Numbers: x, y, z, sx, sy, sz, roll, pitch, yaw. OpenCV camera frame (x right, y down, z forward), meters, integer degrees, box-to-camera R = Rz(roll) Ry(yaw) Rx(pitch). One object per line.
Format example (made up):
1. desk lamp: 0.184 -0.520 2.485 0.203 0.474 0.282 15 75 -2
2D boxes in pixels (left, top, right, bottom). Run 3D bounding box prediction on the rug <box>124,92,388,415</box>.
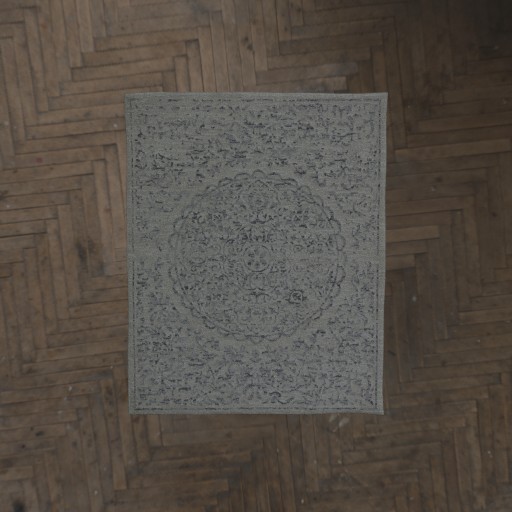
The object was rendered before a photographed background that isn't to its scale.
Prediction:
1. rug: 0.000 0.000 4.003 2.343 0.026 2.925 0 92 0
